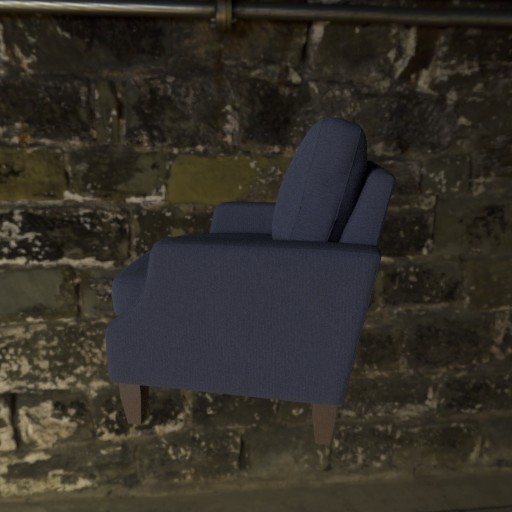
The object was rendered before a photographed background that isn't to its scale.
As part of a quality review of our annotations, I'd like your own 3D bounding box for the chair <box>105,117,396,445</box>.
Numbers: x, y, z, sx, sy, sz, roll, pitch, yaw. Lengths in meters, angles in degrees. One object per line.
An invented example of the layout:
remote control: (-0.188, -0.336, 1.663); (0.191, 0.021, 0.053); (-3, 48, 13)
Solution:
chair: (0.000, 0.000, 1.679); (0.897, 0.991, 0.855); (2, 15, 9)
